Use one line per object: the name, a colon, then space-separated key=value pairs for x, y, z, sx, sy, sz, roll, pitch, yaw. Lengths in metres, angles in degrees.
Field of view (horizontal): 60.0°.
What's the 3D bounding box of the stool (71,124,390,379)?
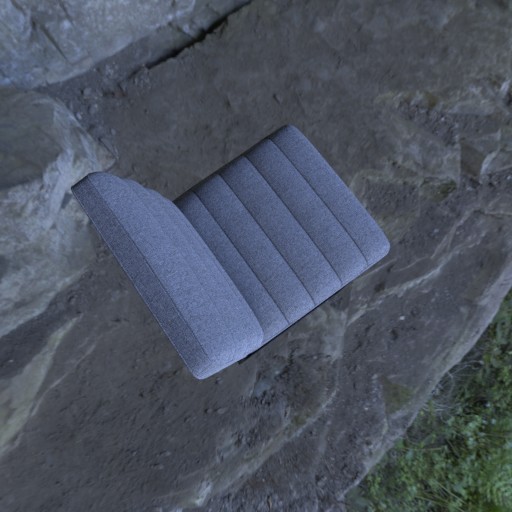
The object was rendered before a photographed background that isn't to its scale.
stool: x=0.000 y=0.000 z=1.330 sx=0.571 sy=1.034 sz=0.459 roll=-35 pitch=78 yaw=-8
